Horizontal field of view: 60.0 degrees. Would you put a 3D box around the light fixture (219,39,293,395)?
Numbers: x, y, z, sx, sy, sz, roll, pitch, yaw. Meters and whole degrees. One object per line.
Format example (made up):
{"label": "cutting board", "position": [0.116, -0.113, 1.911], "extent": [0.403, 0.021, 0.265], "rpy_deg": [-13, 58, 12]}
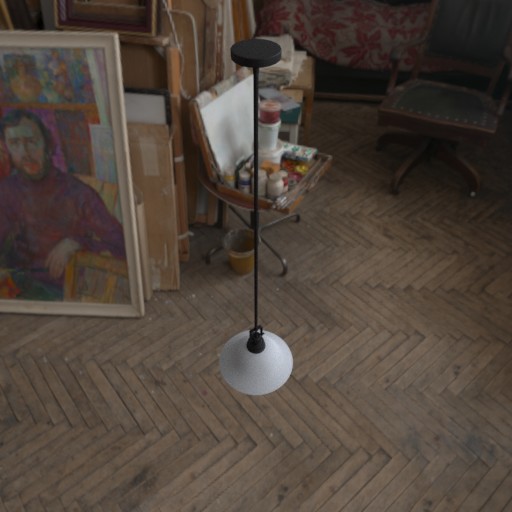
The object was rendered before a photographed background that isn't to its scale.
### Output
{"label": "light fixture", "position": [0.000, 0.000, 1.469], "extent": [0.324, 1.337, 0.324], "rpy_deg": [-26, 51, -22]}
